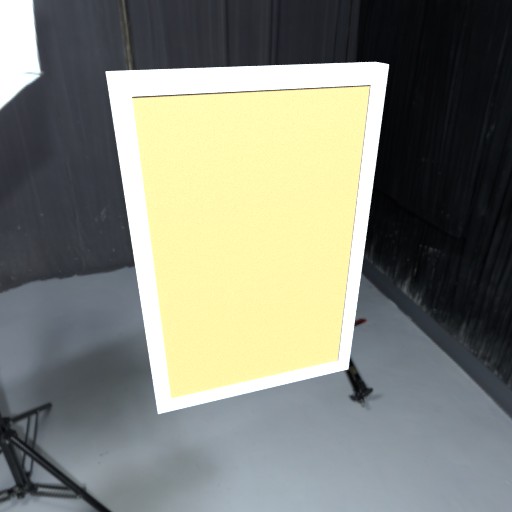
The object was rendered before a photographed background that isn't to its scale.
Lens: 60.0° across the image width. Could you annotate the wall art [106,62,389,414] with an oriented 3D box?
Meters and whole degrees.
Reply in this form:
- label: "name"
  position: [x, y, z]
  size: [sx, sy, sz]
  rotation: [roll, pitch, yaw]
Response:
- label: "wall art"
  position: [0.000, 0.000, 0.777]
  size: [0.408, 0.611, 0.038]
  rotation: [-9, 30, -15]
